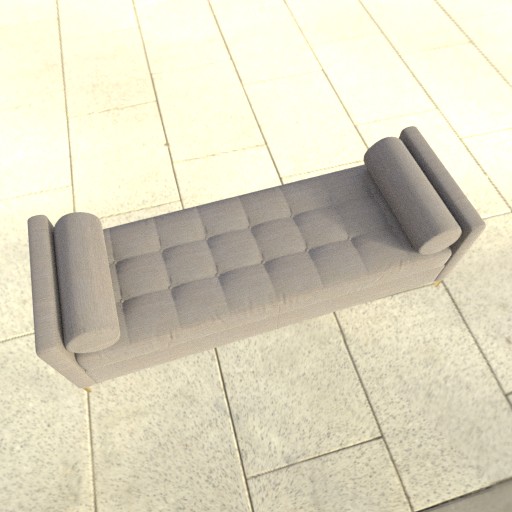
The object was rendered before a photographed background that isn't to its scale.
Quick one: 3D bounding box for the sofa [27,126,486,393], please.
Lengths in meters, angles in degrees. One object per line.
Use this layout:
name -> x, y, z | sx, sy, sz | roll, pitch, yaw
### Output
sofa -> 0.000, 0.000, 2.262 | 1.981, 0.635, 0.686 | -15, 60, -9
